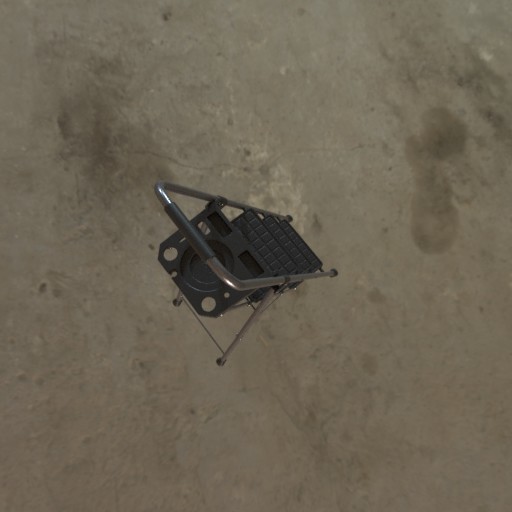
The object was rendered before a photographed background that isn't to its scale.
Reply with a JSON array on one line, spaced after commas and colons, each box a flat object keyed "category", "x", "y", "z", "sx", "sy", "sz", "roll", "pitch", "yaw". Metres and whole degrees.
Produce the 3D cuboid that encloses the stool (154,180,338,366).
[{"category": "stool", "x": 0.000, "y": 0.000, "z": 1.543, "sx": 0.733, "sy": 1.277, "sz": 0.396, "roll": -37, "pitch": 79, "yaw": -9}]
